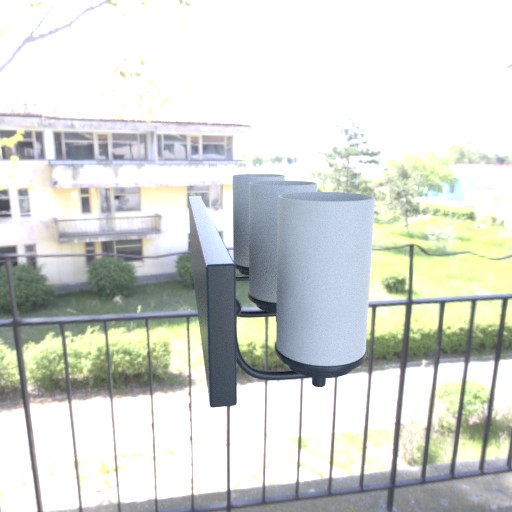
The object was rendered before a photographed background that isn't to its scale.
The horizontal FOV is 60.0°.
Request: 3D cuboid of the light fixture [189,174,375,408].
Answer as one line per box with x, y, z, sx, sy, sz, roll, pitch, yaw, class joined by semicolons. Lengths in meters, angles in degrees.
0.000;0.000;0.529;0.145;0.172;0.451;-2;14;-10;light fixture
